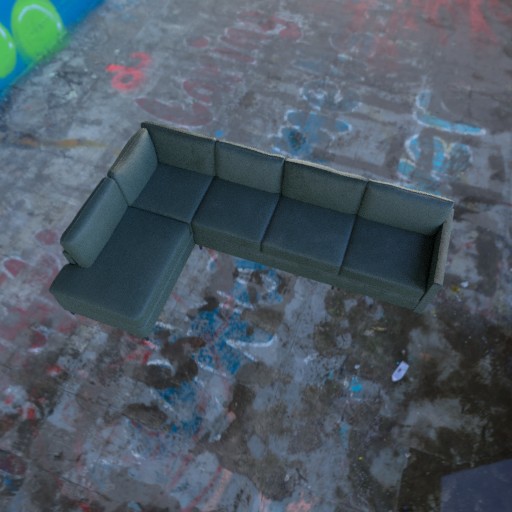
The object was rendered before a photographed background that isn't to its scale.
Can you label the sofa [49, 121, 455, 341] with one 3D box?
[{"bbox_3d":[0.000,0.000,4.314,3.384,0.996,2.048,17,60,10],"label":"sofa"}]
